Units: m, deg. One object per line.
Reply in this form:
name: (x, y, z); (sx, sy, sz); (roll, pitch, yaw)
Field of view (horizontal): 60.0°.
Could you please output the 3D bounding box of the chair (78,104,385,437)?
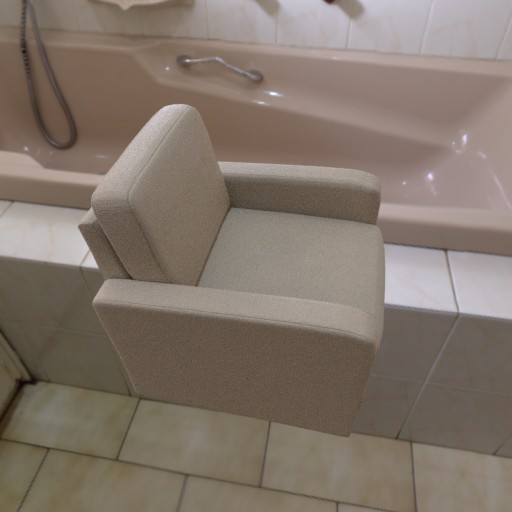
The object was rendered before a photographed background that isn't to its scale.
chair: (0.000, 0.000, 1.523); (0.888, 0.827, 0.755); (9, 45, 9)
